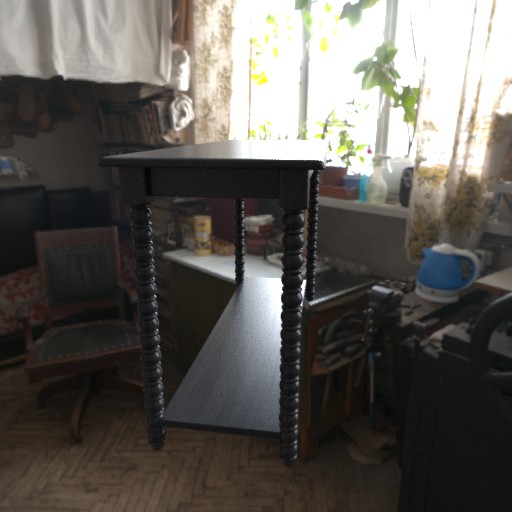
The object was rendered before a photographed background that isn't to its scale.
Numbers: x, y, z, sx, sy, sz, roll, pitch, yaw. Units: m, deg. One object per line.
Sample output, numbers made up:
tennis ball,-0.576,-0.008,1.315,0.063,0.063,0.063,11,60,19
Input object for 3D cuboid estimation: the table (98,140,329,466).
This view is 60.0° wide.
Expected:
table,0.000,0.000,1.520,0.459,0.735,1.184,3,17,9
